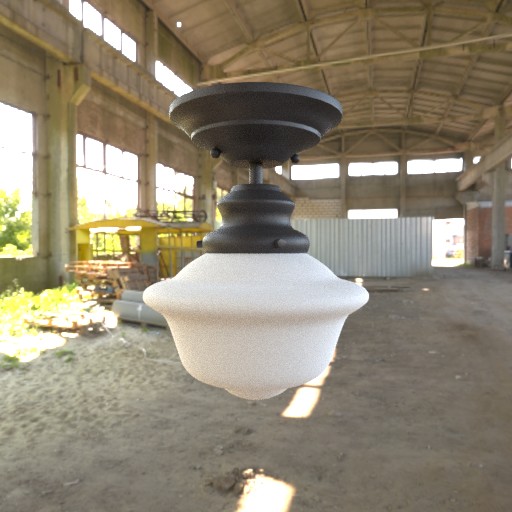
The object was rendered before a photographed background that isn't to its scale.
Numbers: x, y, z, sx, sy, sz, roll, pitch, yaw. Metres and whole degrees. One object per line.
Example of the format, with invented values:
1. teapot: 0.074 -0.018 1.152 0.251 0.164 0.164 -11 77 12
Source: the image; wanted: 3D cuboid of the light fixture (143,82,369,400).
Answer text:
1. light fixture: 0.000 0.000 0.397 0.197 0.254 0.197 0 1 0
